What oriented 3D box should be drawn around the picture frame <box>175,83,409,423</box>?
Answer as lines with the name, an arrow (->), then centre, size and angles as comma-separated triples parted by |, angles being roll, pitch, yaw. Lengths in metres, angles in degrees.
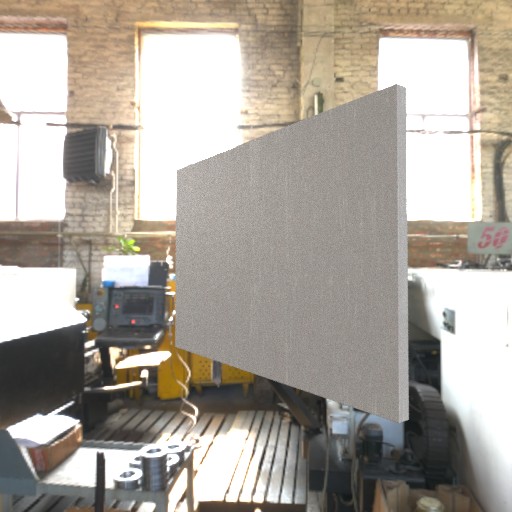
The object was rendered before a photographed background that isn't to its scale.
picture frame -> 0.000, 0.000, 1.227 | 0.029, 0.640, 0.950 | 1, -1, -36
